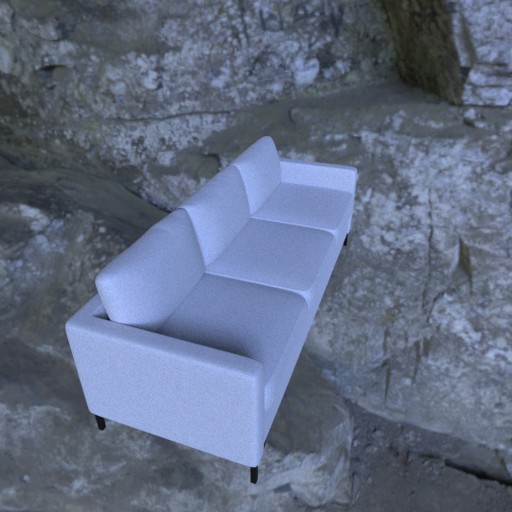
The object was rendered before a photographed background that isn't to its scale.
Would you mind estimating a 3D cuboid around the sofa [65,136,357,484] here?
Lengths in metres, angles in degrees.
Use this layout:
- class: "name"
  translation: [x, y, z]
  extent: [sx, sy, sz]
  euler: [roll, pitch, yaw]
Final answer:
- class: "sofa"
  translation: [0.000, 0.000, 2.654]
  extent: [0.859, 0.874, 2.218]
  euler: [11, 33, 17]
